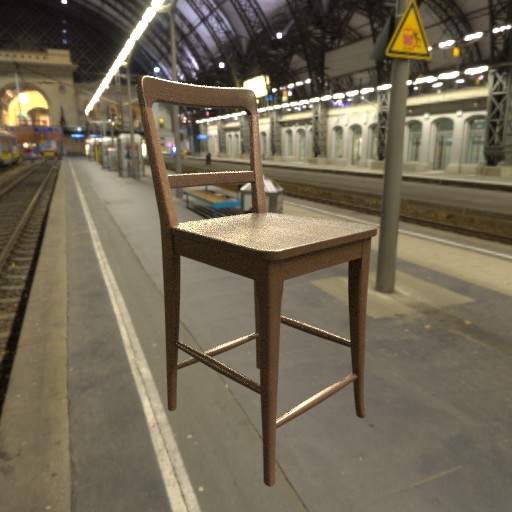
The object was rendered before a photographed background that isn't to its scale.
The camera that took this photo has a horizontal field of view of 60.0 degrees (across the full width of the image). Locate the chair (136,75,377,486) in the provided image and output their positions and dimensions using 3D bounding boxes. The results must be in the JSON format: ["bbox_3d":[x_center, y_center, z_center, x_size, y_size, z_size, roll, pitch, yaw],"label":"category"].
[{"bbox_3d":[0.000,0.000,1.285,0.450,0.991,0.546,-13,19,-42],"label":"chair"}]
